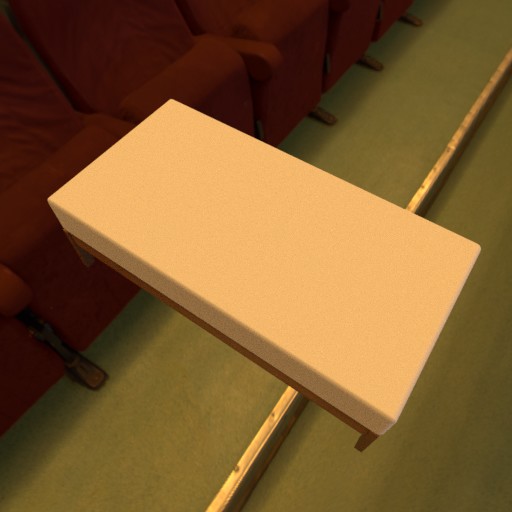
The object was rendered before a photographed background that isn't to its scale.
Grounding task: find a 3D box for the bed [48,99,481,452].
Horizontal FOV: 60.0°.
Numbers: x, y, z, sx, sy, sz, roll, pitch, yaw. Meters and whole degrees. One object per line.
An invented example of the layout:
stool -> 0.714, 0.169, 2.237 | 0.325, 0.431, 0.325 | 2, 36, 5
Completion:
bed -> 0.000, 0.000, 2.383 | 1.902, 0.616, 0.961 | 30, 62, 18
